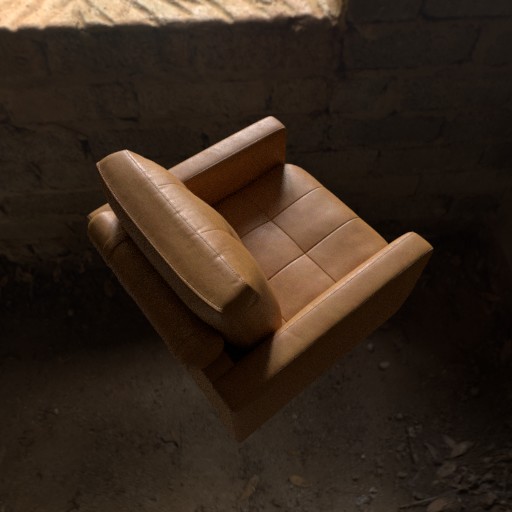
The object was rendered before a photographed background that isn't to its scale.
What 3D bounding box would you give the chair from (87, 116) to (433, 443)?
[{"bbox_3d":[0.000,0.000,1.525,0.868,0.896,0.831,-34,63,-20],"label":"chair"}]
